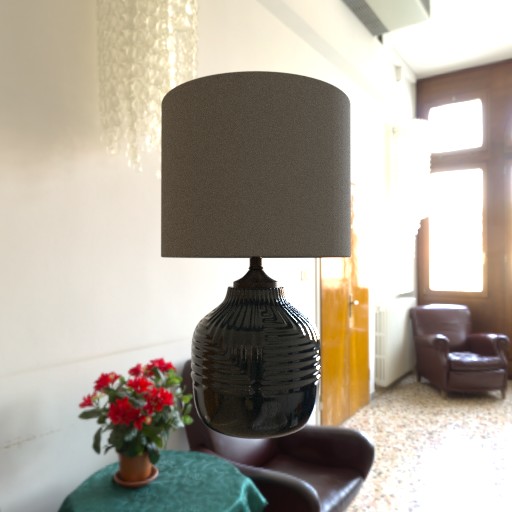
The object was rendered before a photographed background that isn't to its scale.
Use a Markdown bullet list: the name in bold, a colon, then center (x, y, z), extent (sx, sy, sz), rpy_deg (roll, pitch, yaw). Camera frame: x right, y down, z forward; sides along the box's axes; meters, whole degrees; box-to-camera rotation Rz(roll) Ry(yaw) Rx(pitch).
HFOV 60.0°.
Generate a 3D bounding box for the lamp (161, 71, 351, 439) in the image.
- **lamp**: center (0.000, 0.000, 0.757), extent (0.318, 0.567, 0.318), rpy_deg (0, -1, 0)
